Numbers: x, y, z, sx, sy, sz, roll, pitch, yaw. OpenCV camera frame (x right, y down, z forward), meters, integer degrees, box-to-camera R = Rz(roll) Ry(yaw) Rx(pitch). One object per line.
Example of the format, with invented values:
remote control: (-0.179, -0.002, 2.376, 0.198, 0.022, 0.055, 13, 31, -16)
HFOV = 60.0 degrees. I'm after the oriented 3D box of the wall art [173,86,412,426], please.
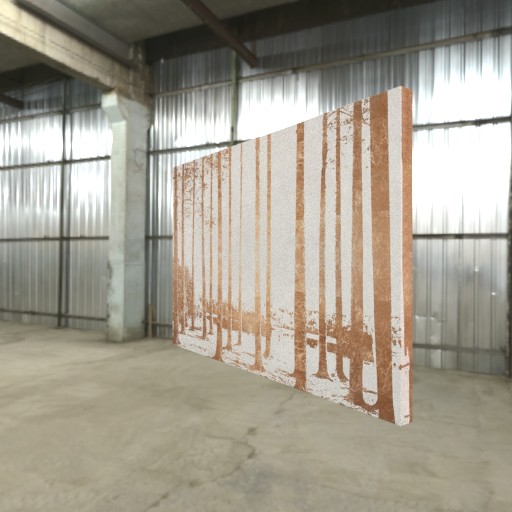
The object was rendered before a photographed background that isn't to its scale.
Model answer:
wall art: (0.000, 0.000, 1.168, 0.035, 0.609, 0.914, 0, 0, -37)
